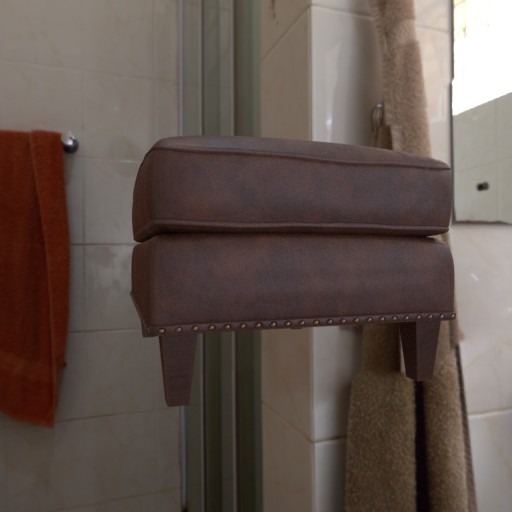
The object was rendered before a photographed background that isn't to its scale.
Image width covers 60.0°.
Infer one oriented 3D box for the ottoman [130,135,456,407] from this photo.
[{"bbox_3d":[0.000,0.000,1.109,0.586,0.486,0.742,0,0,-18],"label":"ottoman"}]
